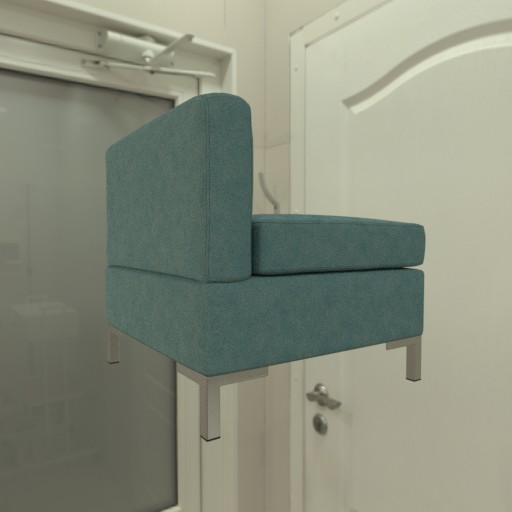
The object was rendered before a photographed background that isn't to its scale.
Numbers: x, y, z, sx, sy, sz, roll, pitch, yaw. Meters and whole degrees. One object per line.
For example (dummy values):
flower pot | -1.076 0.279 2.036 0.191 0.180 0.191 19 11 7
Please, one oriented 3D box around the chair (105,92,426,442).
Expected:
chair | 0.000 0.000 1.265 0.685 0.660 0.684 -2 3 -34
